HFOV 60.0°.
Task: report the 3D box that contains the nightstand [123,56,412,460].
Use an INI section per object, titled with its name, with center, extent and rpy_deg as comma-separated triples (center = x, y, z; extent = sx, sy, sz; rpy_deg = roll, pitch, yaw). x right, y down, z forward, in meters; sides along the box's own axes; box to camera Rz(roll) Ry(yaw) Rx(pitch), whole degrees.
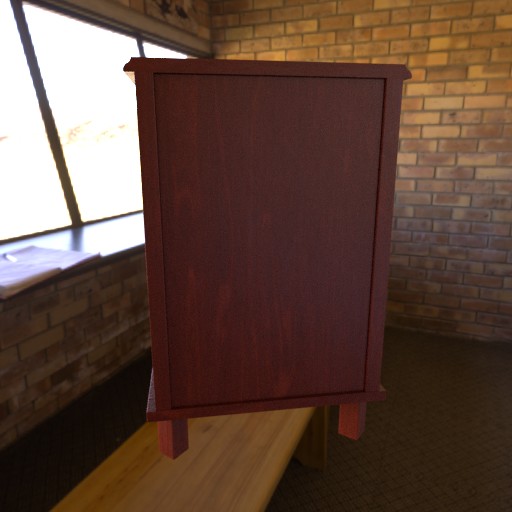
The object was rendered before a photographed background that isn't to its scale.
[nightstand]
center = 0.000, 0.000, 0.903
extent = 0.435, 0.681, 0.351
rpy_deg = -2, 15, -9
